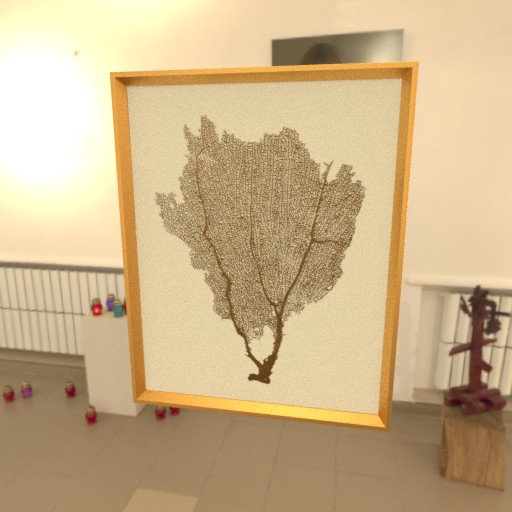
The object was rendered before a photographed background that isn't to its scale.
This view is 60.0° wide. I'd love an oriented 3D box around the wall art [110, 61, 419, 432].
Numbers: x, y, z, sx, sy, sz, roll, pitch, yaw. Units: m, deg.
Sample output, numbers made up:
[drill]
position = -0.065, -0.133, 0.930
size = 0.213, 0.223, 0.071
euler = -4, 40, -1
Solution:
[wall art]
position = 0.000, 0.000, 0.965
size = 0.610, 0.762, 0.038
euler = 3, 14, 11
